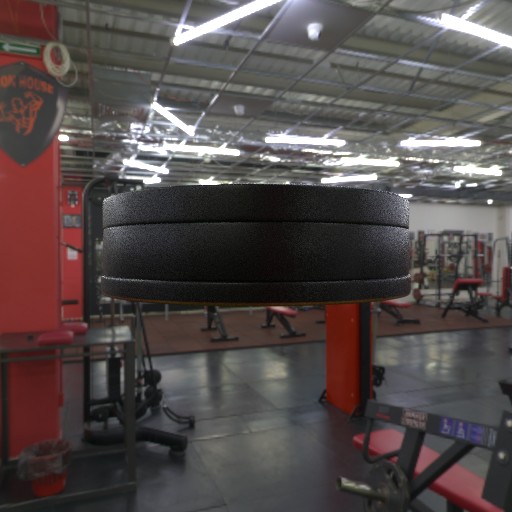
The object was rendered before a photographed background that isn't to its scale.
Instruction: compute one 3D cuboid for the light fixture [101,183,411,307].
[{"bbox_3d":[0.000,0.000,0.429,0.283,0.097,0.283,0,0,0],"label":"light fixture"}]
